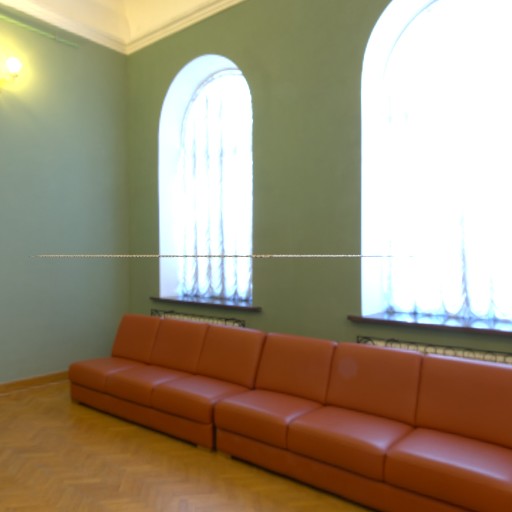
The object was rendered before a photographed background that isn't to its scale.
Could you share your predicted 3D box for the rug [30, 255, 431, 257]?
[{"bbox_3d":[0.000,0.000,4.145,2.380,0.013,3.051,0,0,37],"label":"rug"}]
